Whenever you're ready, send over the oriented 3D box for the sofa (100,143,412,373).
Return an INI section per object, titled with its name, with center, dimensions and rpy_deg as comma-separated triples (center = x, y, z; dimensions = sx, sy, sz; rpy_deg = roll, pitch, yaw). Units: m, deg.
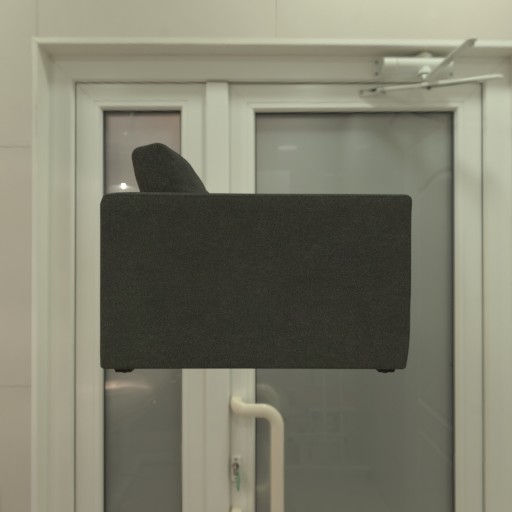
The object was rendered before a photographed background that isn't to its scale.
[sofa]
center = 0.000, 0.000, 2.477
dimensions = 1.091, 0.845, 1.909
rpy_deg = 0, 0, 0
